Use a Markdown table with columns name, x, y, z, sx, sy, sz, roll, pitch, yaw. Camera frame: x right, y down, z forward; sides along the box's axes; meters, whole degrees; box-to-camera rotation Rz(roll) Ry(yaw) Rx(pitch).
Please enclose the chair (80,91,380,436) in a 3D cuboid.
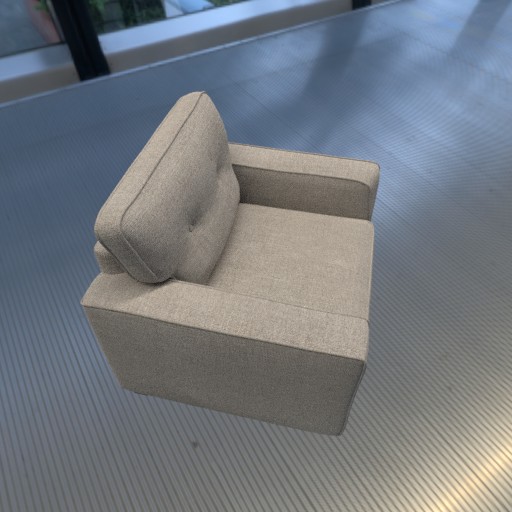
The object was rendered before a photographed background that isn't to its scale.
| name | x | y | z | sx | sy | sz | roll | pitch | yaw |
| --- | --- | --- | --- | --- | --- | --- | --- | --- | --- |
| chair | 0.000 | 0.000 | 1.780 | 0.939 | 0.965 | 1.015 | 10 | 48 | 9 |
